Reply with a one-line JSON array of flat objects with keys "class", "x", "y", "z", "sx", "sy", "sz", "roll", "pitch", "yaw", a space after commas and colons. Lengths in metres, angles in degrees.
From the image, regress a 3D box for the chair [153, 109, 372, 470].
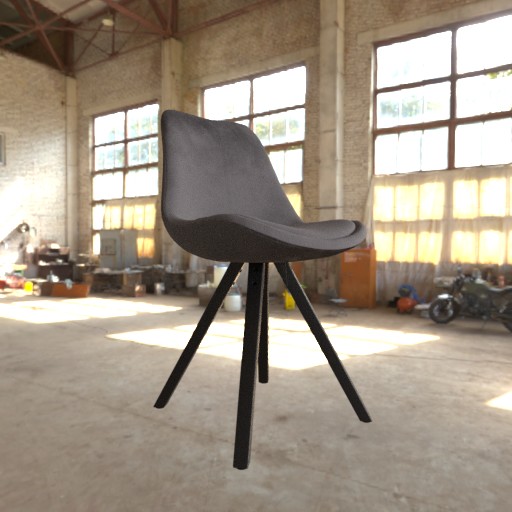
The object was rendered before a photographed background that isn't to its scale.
[{"class": "chair", "x": 0.000, "y": 0.000, "z": 1.183, "sx": 0.476, "sy": 0.850, "sz": 0.550, "roll": -1, "pitch": 2, "yaw": -37}]
